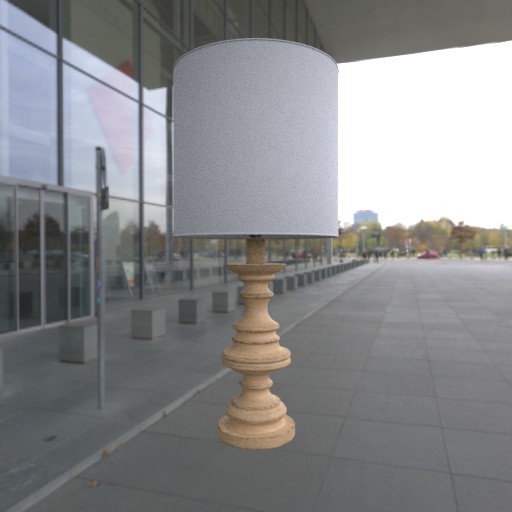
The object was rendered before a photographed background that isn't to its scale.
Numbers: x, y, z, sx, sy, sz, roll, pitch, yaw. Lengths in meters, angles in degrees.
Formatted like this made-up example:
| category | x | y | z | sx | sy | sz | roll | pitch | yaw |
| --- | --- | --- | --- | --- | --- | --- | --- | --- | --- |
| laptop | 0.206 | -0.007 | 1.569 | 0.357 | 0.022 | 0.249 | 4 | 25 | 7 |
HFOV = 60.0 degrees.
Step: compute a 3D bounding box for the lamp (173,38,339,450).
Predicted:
| category | x | y | z | sx | sy | sz | roll | pitch | yaw |
| --- | --- | --- | --- | --- | --- | --- | --- | --- | --- |
| lamp | 0.000 | 0.000 | 0.568 | 0.208 | 0.455 | 0.208 | 0 | 1 | 34 |
